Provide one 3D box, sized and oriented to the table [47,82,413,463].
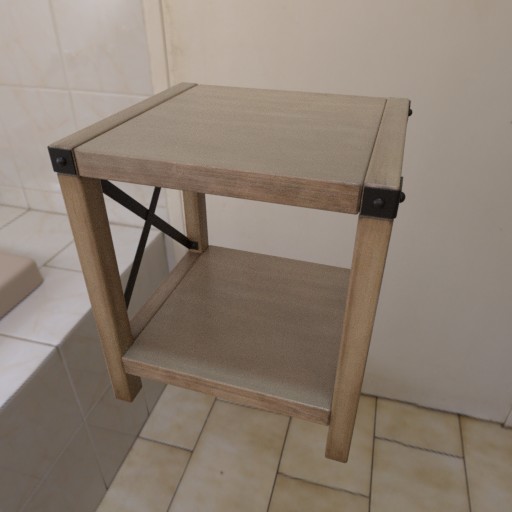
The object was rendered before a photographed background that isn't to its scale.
[{"bbox_3d":[0.000,0.000,0.906,0.510,0.561,0.459,10,34,15],"label":"table"}]
